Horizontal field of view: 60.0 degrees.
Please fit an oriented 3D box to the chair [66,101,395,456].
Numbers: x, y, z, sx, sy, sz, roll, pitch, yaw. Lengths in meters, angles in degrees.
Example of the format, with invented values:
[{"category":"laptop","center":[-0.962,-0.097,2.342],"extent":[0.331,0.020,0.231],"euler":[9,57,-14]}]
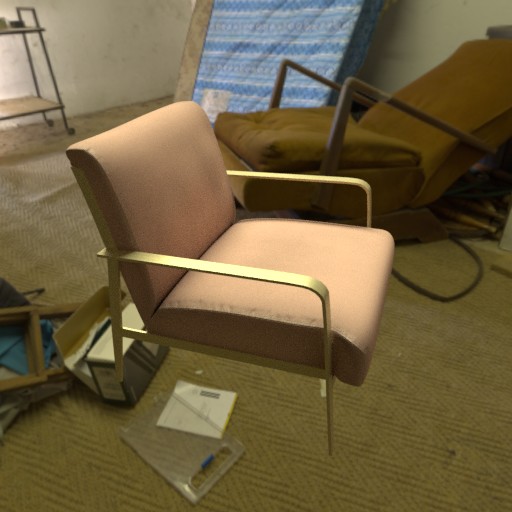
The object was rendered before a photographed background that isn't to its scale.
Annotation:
[{"category":"chair","center":[0.000,0.000,1.454],"extent":[0.848,0.823,0.701],"euler":[11,33,18]}]
